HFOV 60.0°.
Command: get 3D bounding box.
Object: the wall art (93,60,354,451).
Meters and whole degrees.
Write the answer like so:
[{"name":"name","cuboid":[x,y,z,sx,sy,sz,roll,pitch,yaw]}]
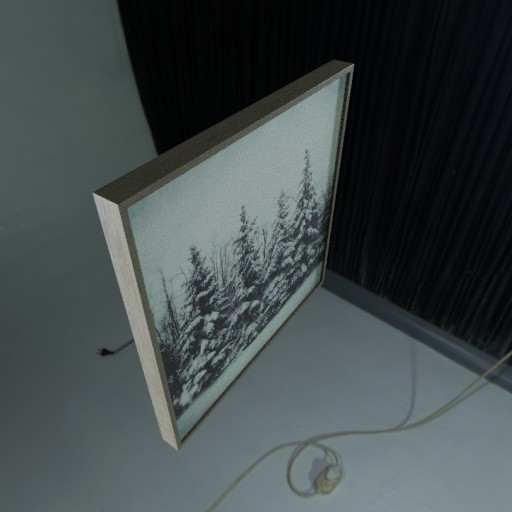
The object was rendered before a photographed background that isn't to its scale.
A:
[{"name":"wall art","cuboid":[0.000,0.000,0.755,0.037,0.507,0.507,25,47,26]}]
